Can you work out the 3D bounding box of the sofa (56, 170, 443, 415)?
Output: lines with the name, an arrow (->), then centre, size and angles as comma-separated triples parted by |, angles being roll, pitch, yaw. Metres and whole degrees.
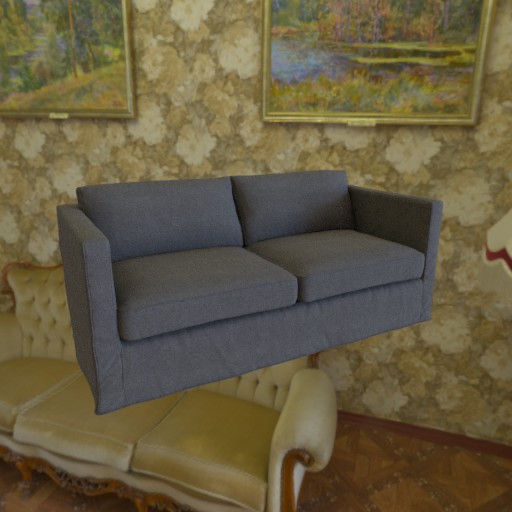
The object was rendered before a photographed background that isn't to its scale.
sofa -> 0.000, 0.000, 2.511 | 1.982, 0.855, 0.953 | -9, 18, -27
